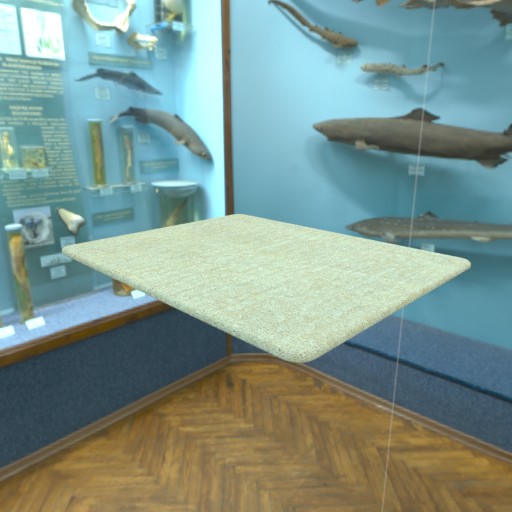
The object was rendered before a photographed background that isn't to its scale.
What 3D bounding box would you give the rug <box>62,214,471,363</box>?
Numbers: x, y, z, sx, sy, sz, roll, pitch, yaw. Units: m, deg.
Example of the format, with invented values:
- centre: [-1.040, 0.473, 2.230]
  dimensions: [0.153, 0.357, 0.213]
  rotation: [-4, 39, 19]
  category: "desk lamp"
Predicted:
- centre: [0.000, 0.000, 3.416]
  dimensions: [2.528, 0.048, 2.009]
  rotation: [16, 23, 42]
  category: "rug"
